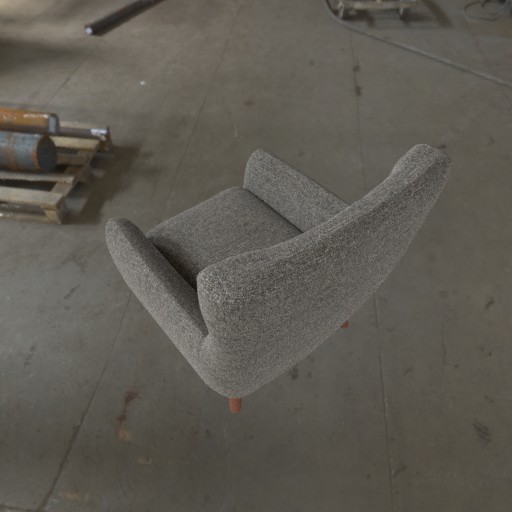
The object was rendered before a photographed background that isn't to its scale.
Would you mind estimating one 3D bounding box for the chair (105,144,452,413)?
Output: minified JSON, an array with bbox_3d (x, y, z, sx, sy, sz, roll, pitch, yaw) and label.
[{"bbox_3d":[0.000,0.000,1.736,0.889,1.039,0.940,-31,55,-25],"label":"chair"}]
